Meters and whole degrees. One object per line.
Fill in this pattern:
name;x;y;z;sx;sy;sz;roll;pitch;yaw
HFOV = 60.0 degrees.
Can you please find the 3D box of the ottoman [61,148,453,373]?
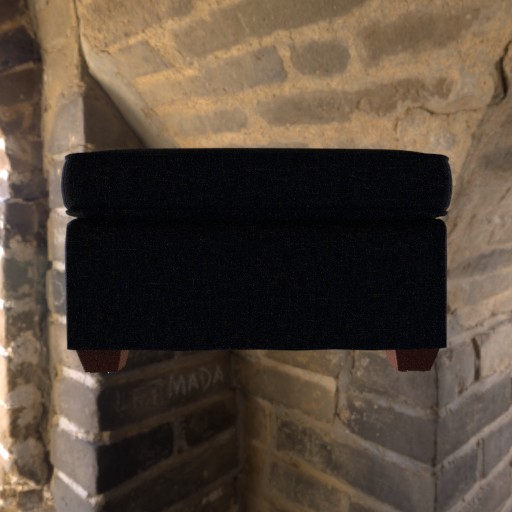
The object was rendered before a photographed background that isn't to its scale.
ottoman;0.000;0.000;1.068;0.749;0.450;0.549;0;0;-1
